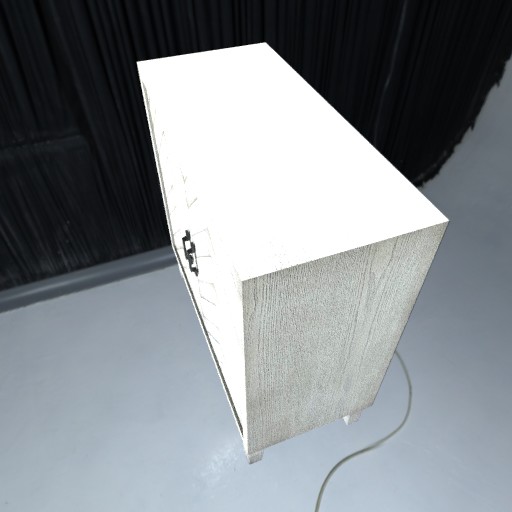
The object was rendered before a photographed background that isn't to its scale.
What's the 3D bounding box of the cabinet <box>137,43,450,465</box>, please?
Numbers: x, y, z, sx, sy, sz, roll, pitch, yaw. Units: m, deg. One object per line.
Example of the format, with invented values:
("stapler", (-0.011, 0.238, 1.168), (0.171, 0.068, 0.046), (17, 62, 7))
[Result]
("cabinet", (0.000, 0.000, 1.196), (0.370, 0.787, 0.781), (-16, 48, -14))
